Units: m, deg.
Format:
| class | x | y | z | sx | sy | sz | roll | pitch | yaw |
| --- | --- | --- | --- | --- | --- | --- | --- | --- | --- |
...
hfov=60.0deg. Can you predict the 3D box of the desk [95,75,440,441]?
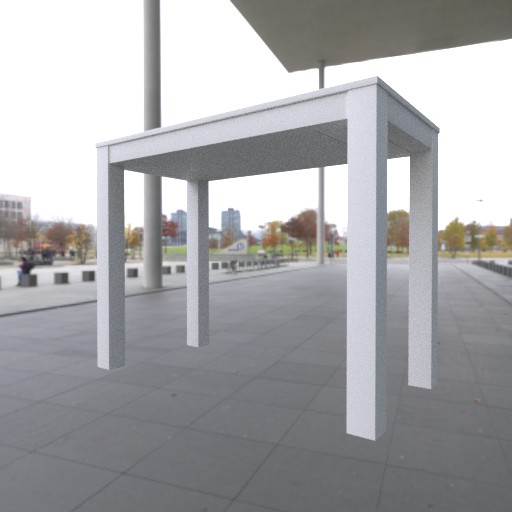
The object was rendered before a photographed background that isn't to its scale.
| class | x | y | z | sx | sy | sz | roll | pitch | yaw |
| --- | --- | --- | --- | --- | --- | --- | --- | --- | --- |
| desk | 0.000 | 0.000 | 1.415 | 0.990 | 0.762 | 0.497 | 1 | 1 | 36 |
